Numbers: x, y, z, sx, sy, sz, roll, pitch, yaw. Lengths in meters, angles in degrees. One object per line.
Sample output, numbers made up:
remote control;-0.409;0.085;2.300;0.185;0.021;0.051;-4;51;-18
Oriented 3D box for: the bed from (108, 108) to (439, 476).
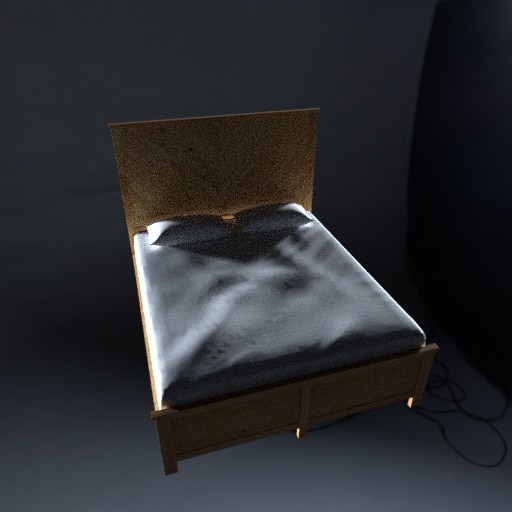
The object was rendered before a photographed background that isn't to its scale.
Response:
bed;0.000;0.000;3.537;1.936;1.686;2.201;-9;33;-15
